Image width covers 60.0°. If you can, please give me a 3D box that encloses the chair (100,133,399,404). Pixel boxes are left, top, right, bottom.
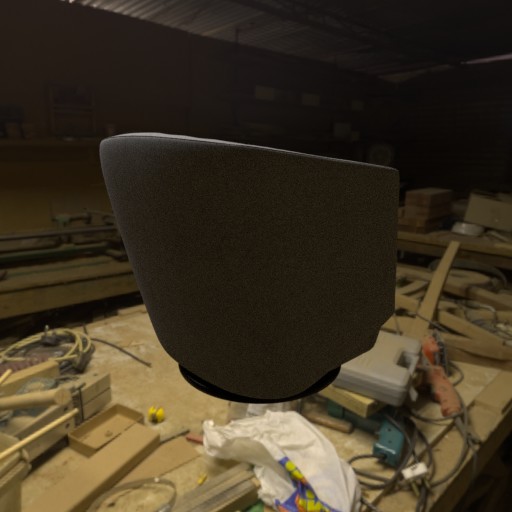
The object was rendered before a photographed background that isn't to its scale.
[{"bbox_3d":[0.000,0.000,1.644,0.986,0.861,0.822,-13,19,-42],"label":"chair"}]
